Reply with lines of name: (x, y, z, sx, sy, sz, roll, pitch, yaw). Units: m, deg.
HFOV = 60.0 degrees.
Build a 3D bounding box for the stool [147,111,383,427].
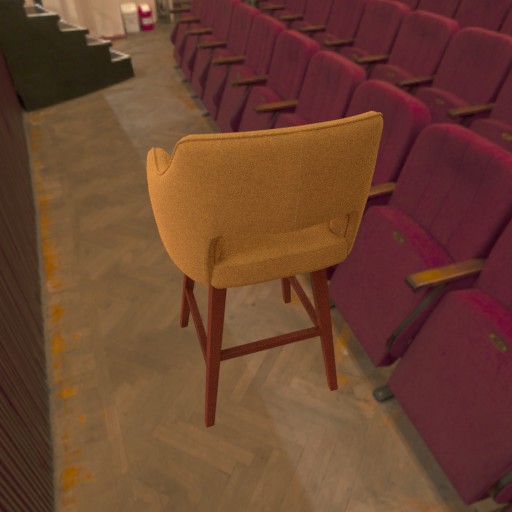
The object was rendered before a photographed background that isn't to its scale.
stool: (0.000, 0.000, 1.335, 0.548, 1.012, 0.558, -12, 41, -14)
